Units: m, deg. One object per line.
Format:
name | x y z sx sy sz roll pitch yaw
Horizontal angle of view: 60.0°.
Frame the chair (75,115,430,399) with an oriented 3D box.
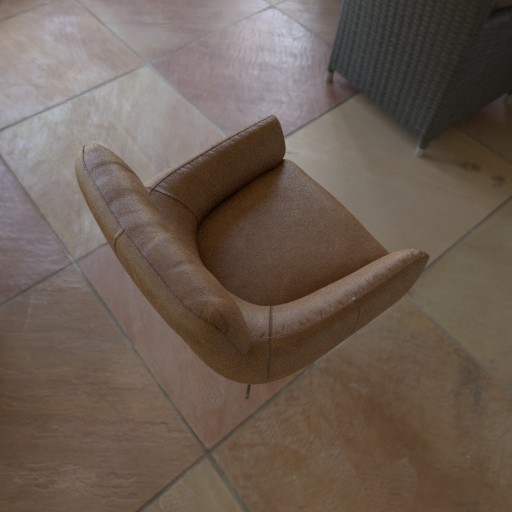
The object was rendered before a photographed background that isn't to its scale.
chair | 0.000 0.000 1.315 0.715 0.812 0.706 -32 63 -18
